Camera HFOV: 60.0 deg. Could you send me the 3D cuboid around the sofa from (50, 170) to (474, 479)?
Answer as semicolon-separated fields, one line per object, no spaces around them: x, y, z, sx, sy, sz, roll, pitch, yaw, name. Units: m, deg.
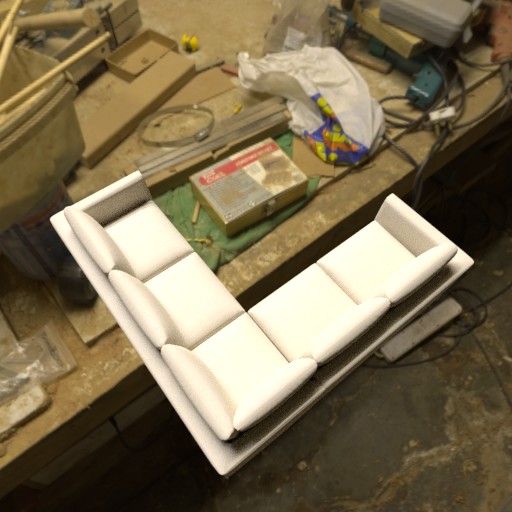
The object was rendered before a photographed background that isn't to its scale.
0.000;0.000;3.739;2.430;0.867;2.448;-34;64;-19;sofa
